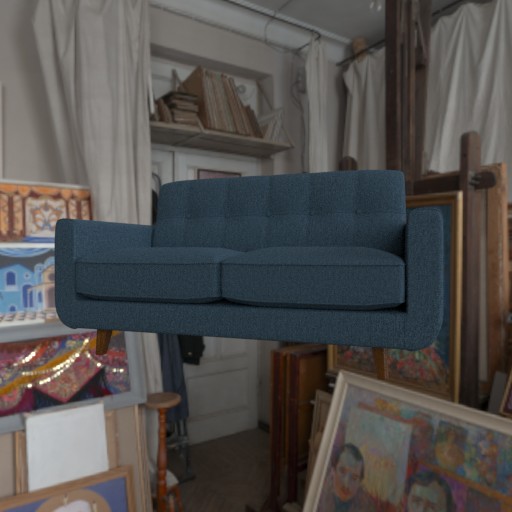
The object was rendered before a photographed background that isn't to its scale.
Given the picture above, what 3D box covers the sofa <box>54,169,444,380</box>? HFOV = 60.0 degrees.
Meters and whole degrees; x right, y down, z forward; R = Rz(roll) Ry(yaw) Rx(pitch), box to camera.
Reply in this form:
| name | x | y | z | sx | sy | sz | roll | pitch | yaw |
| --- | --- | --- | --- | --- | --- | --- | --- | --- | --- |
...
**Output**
| name | x | y | z | sx | sy | sz | roll | pitch | yaw |
| --- | --- | --- | --- | --- | --- | --- | --- | --- | --- |
| sofa | 0.000 | 0.000 | 2.198 | 1.651 | 0.896 | 0.942 | 0 | 1 | 18 |
